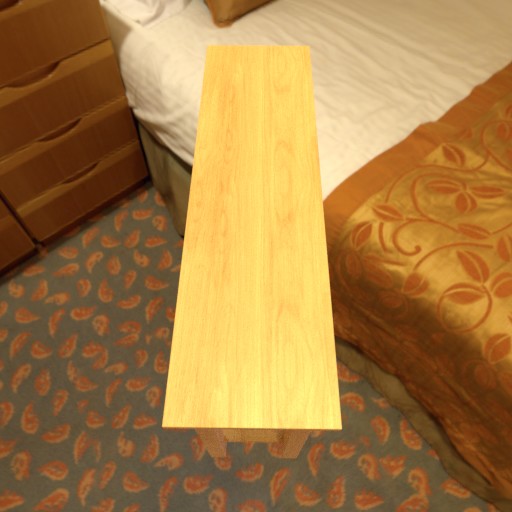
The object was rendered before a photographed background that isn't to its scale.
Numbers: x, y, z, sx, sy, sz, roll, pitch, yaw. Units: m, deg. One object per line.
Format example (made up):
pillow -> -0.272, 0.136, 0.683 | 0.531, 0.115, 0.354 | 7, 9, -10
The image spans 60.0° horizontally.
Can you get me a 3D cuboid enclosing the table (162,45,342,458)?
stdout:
table -> 0.000, 0.000, 1.495 | 0.350, 0.730, 1.240 | 1, 58, 0
